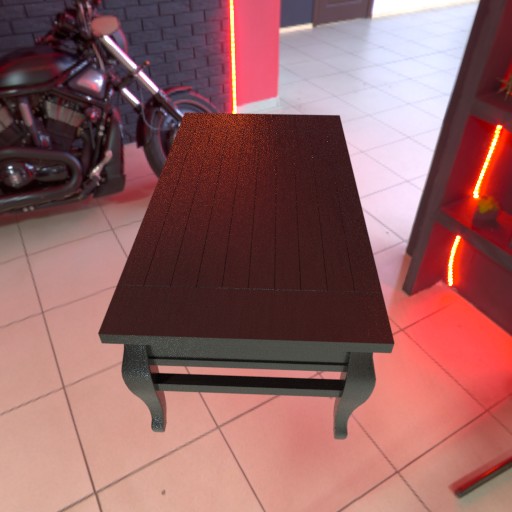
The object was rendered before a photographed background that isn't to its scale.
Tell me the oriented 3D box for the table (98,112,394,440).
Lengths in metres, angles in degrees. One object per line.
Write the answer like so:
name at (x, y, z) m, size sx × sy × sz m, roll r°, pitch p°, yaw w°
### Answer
table at (0.000, 0.000, 1.431) m, size 0.600 × 0.494 × 1.062 m, roll 2°, pitch 41°, yaw 2°
